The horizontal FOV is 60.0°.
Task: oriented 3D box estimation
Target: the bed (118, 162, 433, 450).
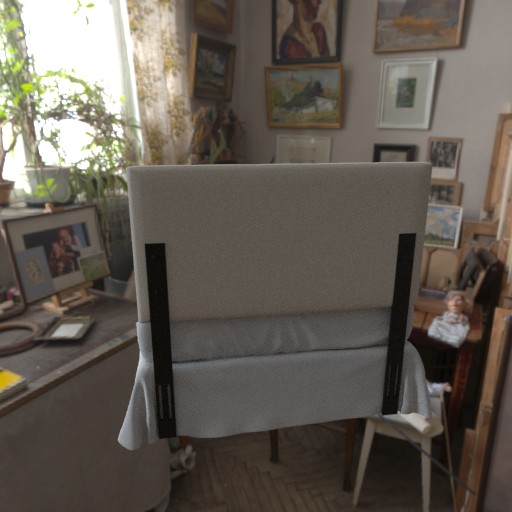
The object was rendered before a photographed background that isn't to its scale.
[{"bbox_3d":[0.000,0.000,3.464,1.936,1.577,2.222,-3,17,-9],"label":"bed"}]
